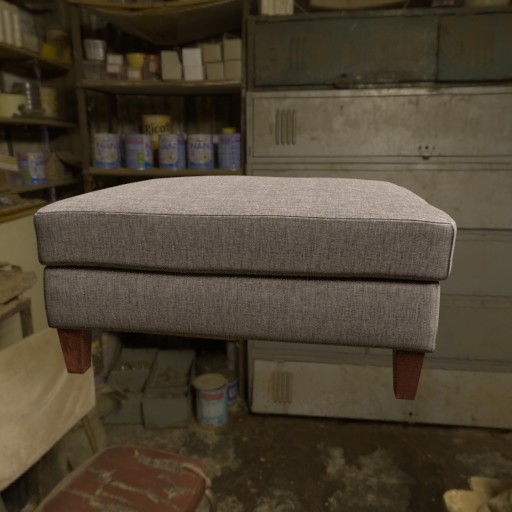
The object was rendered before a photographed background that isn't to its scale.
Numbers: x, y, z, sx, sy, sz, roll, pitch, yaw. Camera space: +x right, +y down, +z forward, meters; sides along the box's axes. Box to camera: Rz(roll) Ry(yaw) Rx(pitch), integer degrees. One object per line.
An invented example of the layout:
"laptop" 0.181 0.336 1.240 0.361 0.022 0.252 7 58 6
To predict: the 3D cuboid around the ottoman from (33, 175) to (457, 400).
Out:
"ottoman" 0.000 0.000 1.431 0.994 0.492 0.839 2 14 8
